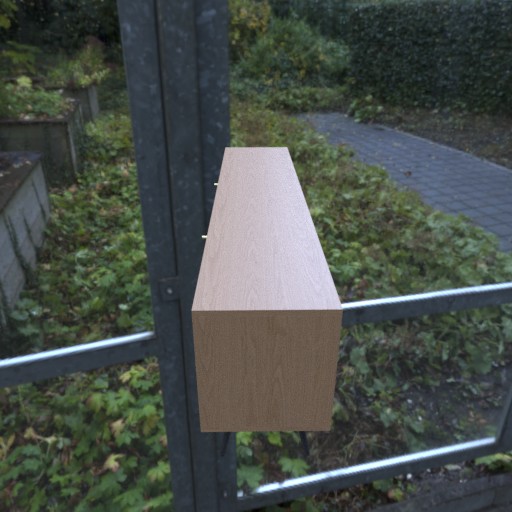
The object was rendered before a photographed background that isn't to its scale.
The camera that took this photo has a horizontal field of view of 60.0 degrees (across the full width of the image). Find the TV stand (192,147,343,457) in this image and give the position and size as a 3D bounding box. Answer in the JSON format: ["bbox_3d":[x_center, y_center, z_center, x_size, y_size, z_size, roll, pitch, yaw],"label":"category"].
[{"bbox_3d":[0.000,0.000,1.999,0.400,0.580,1.760,0,26,-1],"label":"TV stand"}]
